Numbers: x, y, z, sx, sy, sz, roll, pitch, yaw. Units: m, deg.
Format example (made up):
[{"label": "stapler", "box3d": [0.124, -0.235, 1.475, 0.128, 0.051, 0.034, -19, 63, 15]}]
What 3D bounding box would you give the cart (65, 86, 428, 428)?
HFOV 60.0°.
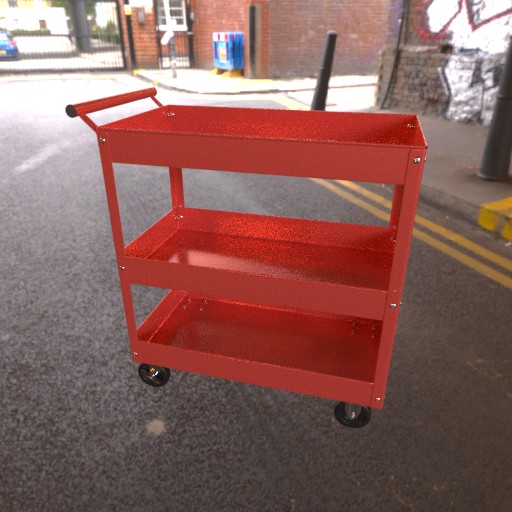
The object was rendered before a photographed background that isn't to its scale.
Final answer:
[{"label": "cart", "box3d": [0.000, 0.000, 1.159, 0.719, 0.780, 0.366, 7, 27, 14]}]
